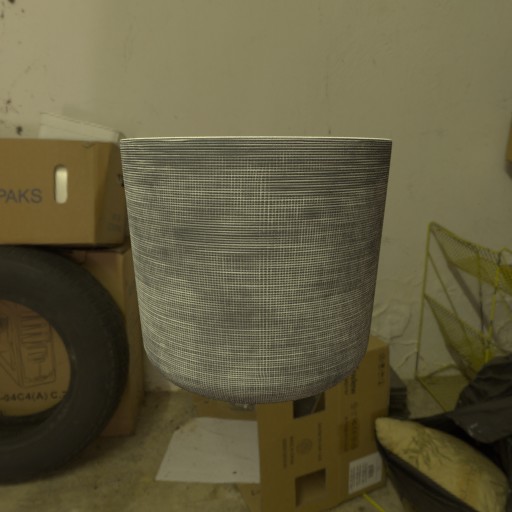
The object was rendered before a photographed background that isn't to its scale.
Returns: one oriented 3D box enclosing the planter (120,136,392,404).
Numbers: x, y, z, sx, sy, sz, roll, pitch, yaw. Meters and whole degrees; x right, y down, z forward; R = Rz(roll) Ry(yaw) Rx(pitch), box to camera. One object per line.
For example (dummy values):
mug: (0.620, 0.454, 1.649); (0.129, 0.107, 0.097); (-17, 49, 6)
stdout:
planter: (0.000, 0.000, 0.792); (0.440, 0.398, 0.440); (0, 13, 0)
